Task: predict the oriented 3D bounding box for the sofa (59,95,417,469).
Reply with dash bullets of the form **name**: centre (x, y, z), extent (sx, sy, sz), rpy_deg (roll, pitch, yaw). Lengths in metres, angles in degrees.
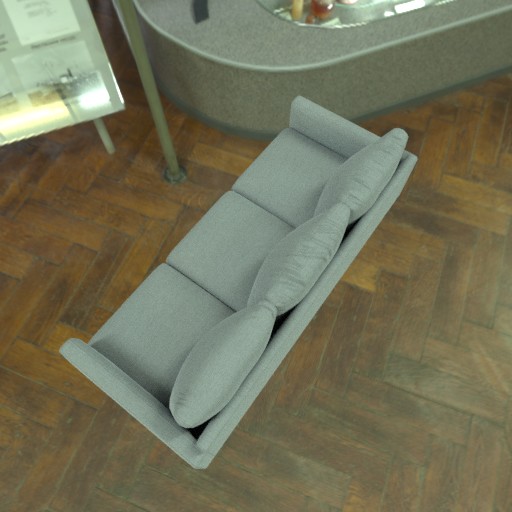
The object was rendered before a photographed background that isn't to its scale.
- **sofa**: centre (0.000, 0.000, 2.425), extent (0.850, 0.830, 2.000), rpy_deg (33, 68, 15)
